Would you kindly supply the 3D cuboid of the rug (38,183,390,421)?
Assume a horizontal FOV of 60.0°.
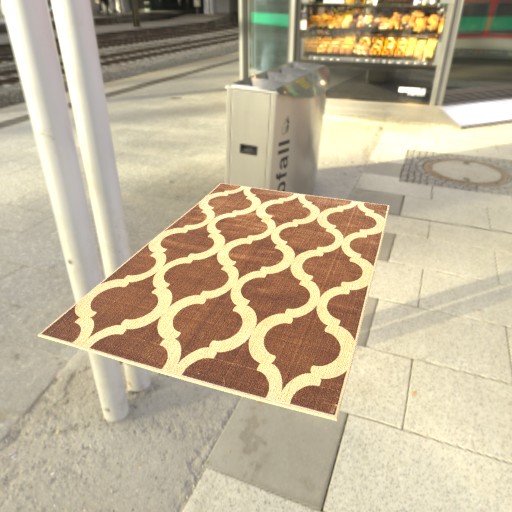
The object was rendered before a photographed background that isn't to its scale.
[{"bbox_3d":[0.000,0.000,2.928,1.526,0.014,2.290,10,32,17],"label":"rug"}]
